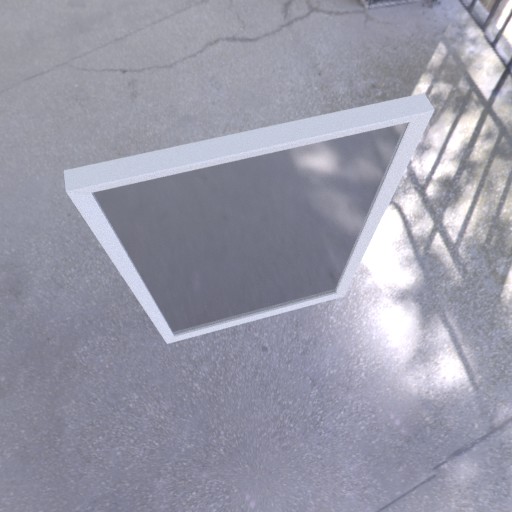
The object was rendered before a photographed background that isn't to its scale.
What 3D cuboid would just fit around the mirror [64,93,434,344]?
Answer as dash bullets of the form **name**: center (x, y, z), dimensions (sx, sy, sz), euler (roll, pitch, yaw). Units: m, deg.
- **mirror**: center (0.000, 0.000, 0.913), dimensions (0.507, 0.710, 0.039), euler (-14, 64, -7)
